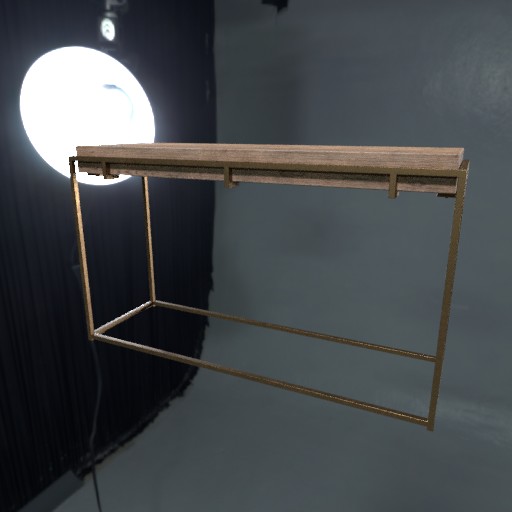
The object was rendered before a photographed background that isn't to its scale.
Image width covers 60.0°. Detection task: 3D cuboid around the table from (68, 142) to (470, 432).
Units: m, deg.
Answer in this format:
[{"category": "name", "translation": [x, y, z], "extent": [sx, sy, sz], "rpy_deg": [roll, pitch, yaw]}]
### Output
[{"category": "table", "translation": [0.000, 0.000, 1.710], "extent": [1.400, 0.820, 0.440], "rpy_deg": [8, 18, 25]}]
